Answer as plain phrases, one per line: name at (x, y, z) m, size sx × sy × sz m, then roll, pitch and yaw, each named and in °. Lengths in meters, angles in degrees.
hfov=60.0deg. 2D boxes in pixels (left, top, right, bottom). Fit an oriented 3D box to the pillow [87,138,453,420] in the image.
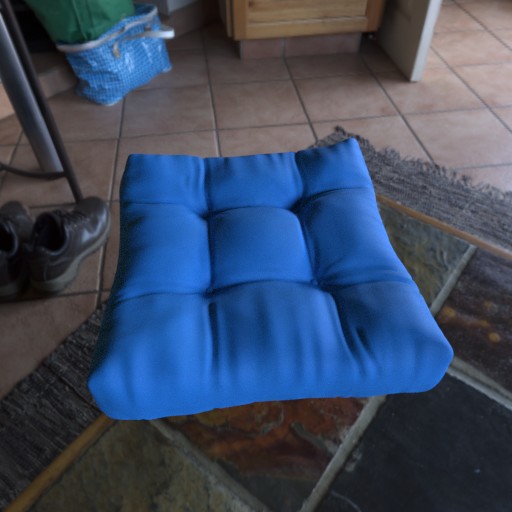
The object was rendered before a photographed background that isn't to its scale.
pillow at (0.000, 0.000, 0.721) m, size 0.468 × 0.128 × 0.490 m, roll -4°, pitch 48°, yaw -4°
